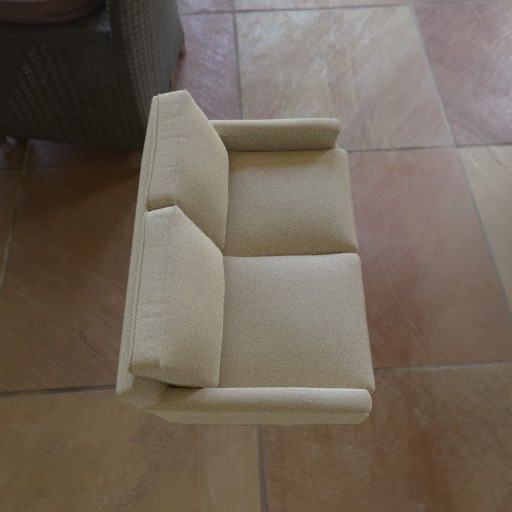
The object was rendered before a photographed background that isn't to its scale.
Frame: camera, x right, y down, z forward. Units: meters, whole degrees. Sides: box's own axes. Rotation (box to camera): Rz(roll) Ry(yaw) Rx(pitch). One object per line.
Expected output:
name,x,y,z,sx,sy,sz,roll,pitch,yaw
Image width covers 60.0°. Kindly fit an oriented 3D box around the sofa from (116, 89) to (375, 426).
sofa,0.000,0.000,2.285,1.084,1.003,1.597,0,65,0
